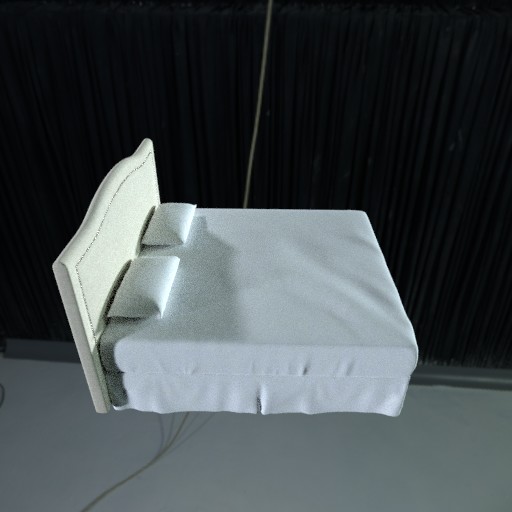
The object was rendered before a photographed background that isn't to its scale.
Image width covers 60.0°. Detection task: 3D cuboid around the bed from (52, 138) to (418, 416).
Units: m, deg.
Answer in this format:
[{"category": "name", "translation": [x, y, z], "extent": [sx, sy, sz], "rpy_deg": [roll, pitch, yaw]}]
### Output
[{"category": "bed", "translation": [0.000, 0.000, 3.574], "extent": [2.182, 1.421, 2.083], "rpy_deg": [1, 33, 1]}]
